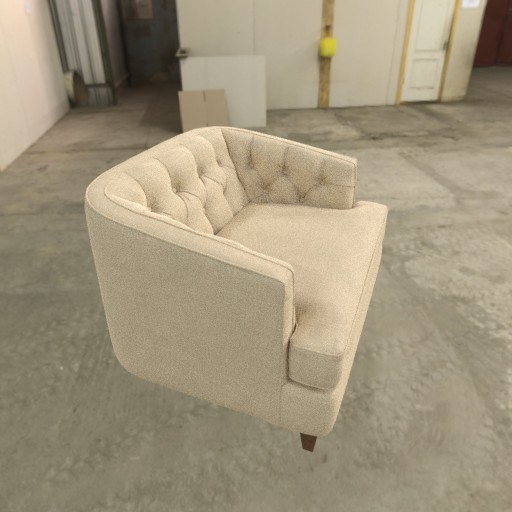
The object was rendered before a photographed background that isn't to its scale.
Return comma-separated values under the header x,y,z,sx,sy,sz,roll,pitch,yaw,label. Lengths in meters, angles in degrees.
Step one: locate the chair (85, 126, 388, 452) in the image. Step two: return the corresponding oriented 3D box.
x,y,z,sx,sy,sz,roll,pitch,yaw,label
0.000,0.000,1.777,0.914,0.787,1.118,11,32,18,chair
